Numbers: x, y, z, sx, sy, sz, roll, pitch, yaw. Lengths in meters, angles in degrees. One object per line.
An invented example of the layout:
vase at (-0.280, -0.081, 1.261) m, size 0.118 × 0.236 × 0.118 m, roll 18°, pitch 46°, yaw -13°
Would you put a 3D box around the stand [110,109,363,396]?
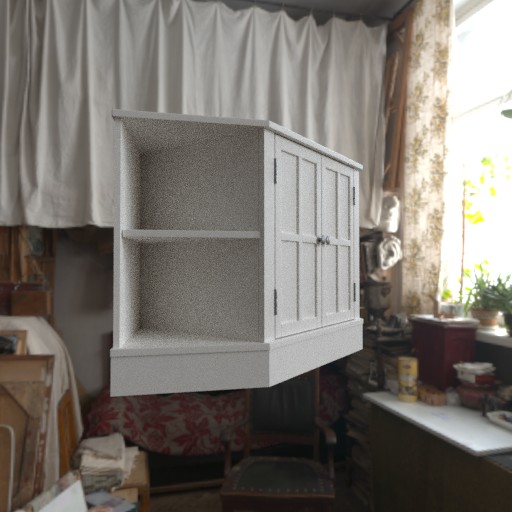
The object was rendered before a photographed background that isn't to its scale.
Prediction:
stand at (0.000, 0.000, 1.380) m, size 0.477 × 0.614 × 1.072 m, roll -1°, pitch -1°, yaw 35°
